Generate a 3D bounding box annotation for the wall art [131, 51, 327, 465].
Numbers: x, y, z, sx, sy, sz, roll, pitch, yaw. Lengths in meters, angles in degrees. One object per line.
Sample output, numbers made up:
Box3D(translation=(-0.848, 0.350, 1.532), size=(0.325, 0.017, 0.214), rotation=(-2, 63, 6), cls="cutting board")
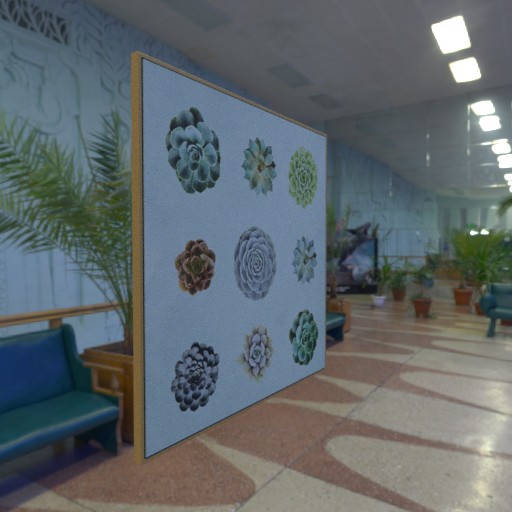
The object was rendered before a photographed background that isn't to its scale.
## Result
Box3D(translation=(0.000, 0.000, 0.676), size=(0.013, 0.455, 0.457), rotation=(1, 2, 35), cls="wall art")
